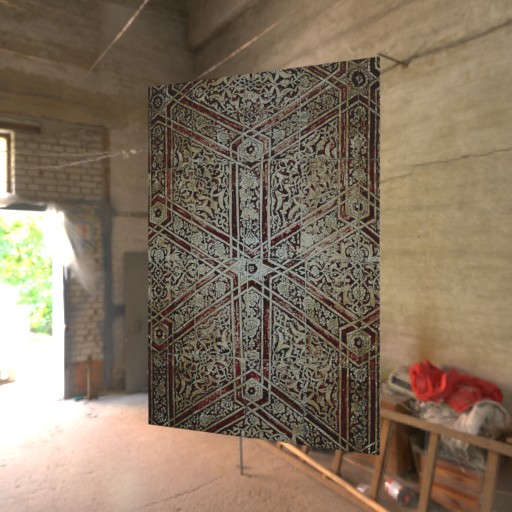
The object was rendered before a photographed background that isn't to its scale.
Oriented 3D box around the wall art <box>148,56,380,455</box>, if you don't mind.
[{"bbox_3d":[0.000,0.000,1.110,0.599,0.904,0.030,0,0,18],"label":"wall art"}]
